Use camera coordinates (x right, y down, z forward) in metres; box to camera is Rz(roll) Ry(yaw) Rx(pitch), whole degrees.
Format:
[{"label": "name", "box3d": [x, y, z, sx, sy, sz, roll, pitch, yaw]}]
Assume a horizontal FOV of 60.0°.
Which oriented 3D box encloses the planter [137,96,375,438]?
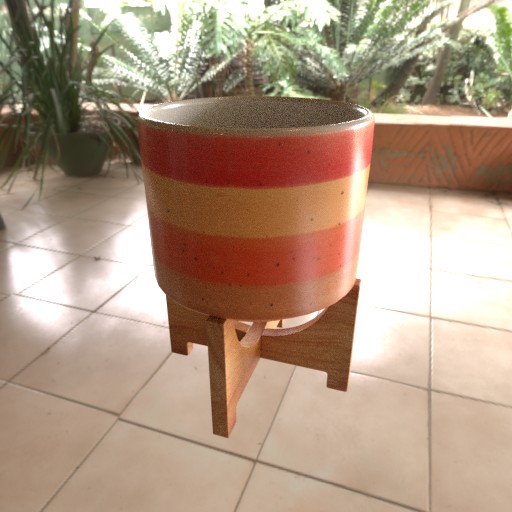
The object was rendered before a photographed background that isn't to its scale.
[{"label": "planter", "box3d": [0.000, 0.000, 0.422, 0.199, 0.268, 0.199, 0, 26, 0]}]
